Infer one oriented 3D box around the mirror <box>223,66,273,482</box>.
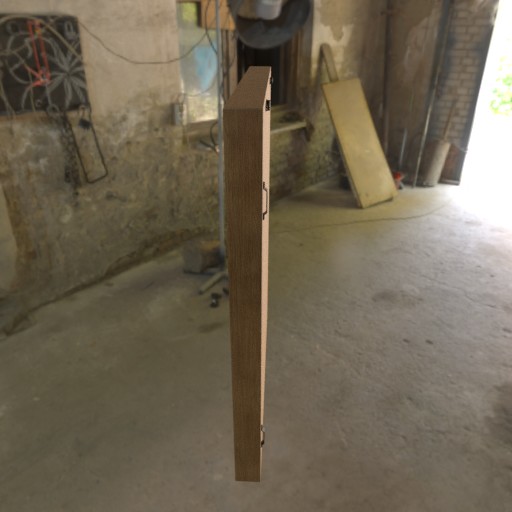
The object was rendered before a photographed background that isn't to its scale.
[{"bbox_3d":[0.000,0.000,0.687,0.041,0.509,0.406,1,28,2],"label":"mirror"}]
